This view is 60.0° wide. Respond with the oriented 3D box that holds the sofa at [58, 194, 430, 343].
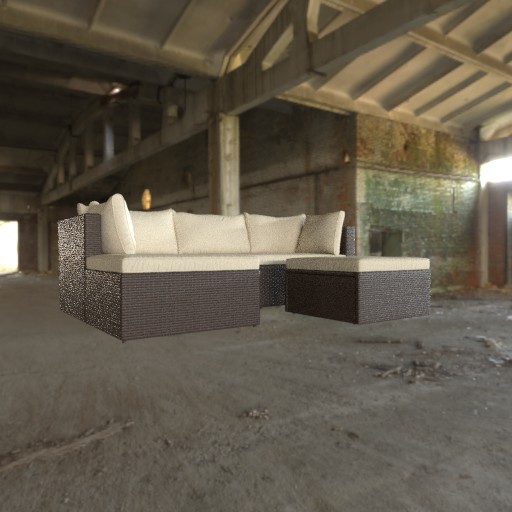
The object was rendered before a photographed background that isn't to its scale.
[{"bbox_3d":[0.000,0.000,3.019,2.192,0.766,1.612,0,1,-35],"label":"sofa"}]
